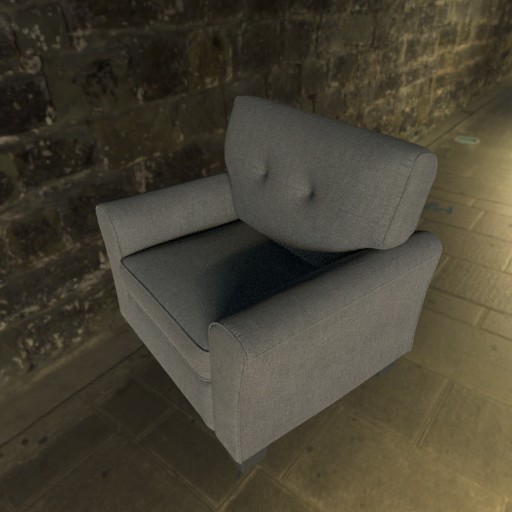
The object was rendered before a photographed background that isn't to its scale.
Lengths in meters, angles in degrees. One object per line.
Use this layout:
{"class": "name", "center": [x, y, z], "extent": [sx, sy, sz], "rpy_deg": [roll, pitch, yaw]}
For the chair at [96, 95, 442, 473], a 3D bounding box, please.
{"class": "chair", "center": [0.000, 0.000, 1.559], "extent": [0.816, 0.890, 0.941], "rpy_deg": [-22, 38, -31]}
